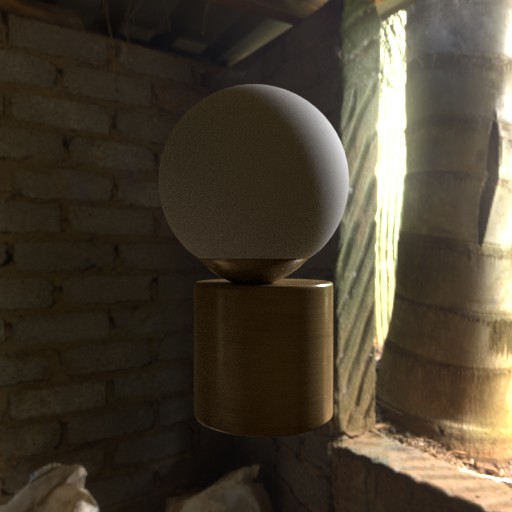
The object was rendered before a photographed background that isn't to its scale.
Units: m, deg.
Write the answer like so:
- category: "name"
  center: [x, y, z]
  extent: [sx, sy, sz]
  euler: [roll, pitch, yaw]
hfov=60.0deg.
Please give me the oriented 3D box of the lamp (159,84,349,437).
- category: "lamp"
  center: [0.000, 0.000, 0.341]
  extent: [0.141, 0.250, 0.152]
  euler: [0, 0, 18]
